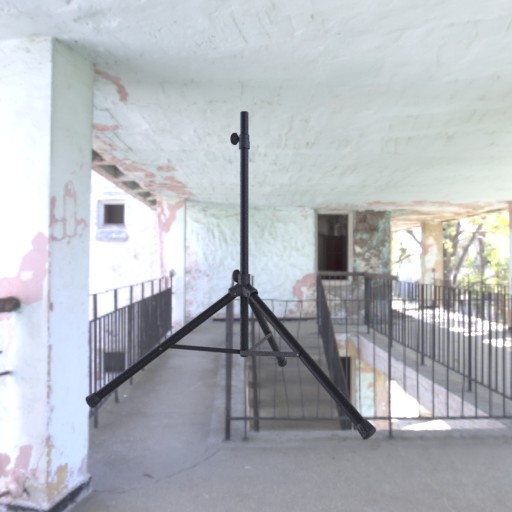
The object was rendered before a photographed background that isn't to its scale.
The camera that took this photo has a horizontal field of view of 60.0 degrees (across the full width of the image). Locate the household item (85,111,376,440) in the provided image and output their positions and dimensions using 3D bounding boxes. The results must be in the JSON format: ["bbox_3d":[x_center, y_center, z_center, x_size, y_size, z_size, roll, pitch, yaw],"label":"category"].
[{"bbox_3d":[0.000,0.000,1.898,1.045,1.136,0.907,0,-1,19],"label":"household item"}]
